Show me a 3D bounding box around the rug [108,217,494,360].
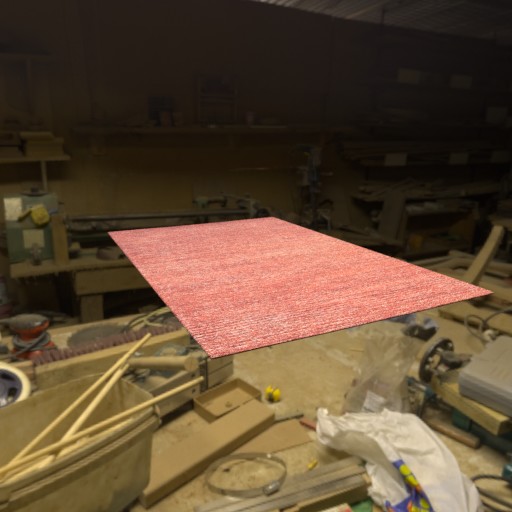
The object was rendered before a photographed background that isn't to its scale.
[{"bbox_3d":[0.000,0.000,2.175,1.139,0.011,1.747,-8,17,-25],"label":"rug"}]
